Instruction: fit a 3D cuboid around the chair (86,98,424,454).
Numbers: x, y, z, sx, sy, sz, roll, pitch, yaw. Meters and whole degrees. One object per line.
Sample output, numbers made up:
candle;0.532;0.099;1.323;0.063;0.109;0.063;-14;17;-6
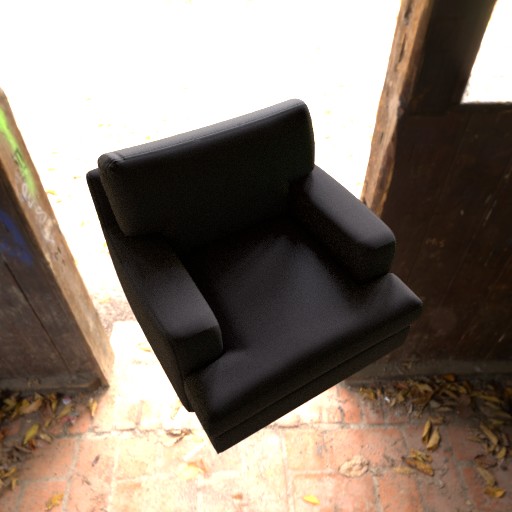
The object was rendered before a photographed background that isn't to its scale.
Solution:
chair;0.000;0.000;2.031;1.168;0.940;1.143;-23;50;-21
